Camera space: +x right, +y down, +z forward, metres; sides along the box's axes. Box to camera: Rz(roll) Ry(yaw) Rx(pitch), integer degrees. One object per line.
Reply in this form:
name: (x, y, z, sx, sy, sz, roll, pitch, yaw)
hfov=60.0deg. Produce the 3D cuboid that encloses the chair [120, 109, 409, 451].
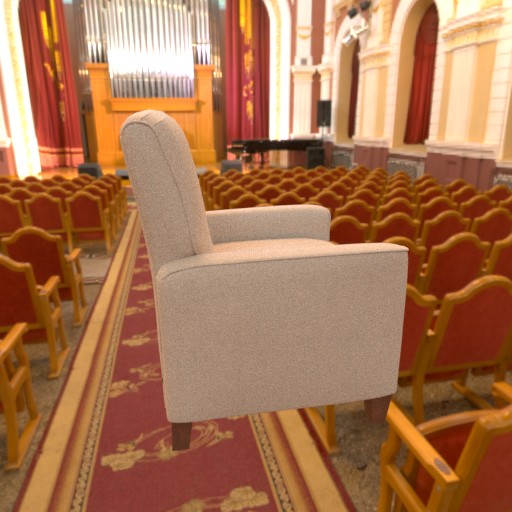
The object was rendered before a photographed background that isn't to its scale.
chair: (0.000, 0.000, 1.658, 0.858, 1.023, 0.841, -3, 16, -11)
